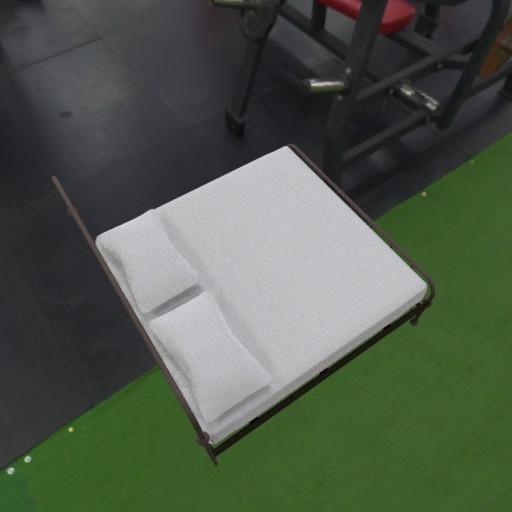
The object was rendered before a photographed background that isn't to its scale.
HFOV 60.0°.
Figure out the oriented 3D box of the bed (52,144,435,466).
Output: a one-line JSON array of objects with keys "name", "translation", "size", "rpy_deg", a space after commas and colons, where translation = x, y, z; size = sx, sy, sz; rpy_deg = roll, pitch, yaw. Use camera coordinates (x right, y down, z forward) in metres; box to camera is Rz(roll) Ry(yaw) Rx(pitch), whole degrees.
[{"name": "bed", "translation": [0.000, 0.000, 3.476], "size": [2.134, 1.446, 2.044], "rpy_deg": [-30, 62, -18]}]
